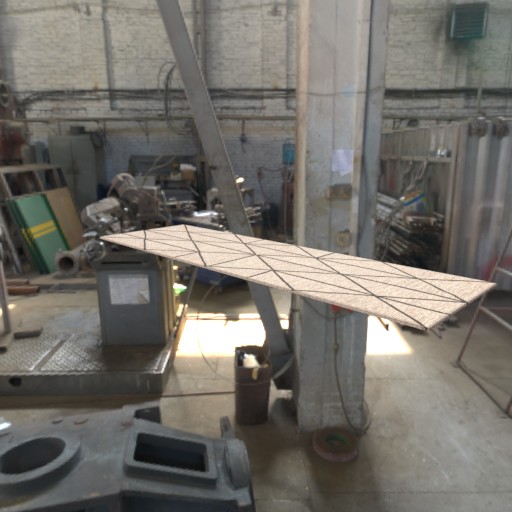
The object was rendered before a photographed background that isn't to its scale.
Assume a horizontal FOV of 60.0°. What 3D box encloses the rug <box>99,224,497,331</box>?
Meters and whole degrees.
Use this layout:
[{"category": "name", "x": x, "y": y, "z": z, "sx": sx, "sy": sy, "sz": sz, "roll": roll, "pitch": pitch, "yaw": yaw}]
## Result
[{"category": "rug", "x": 0.000, "y": 0.000, "z": 2.654, "sx": 2.438, "sy": 0.012, "sz": 0.762, "roll": 13, "pitch": 18, "yaw": 43}]
